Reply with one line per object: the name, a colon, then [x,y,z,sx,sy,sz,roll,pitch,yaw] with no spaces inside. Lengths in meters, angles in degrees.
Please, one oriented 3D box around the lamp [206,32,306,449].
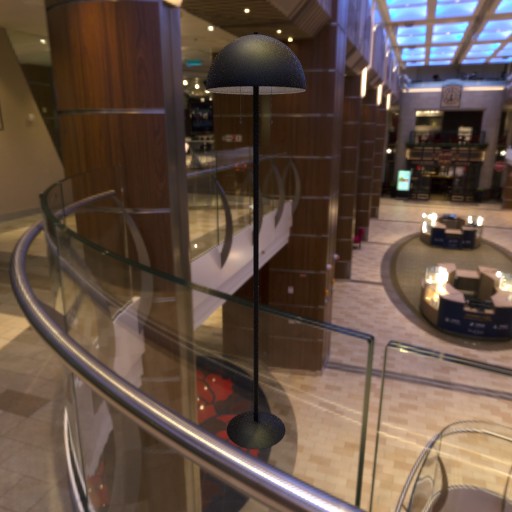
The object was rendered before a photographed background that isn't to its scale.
lamp: [0.000,0.000,1.615,0.328,1.480,0.328,-8,18,-25]
